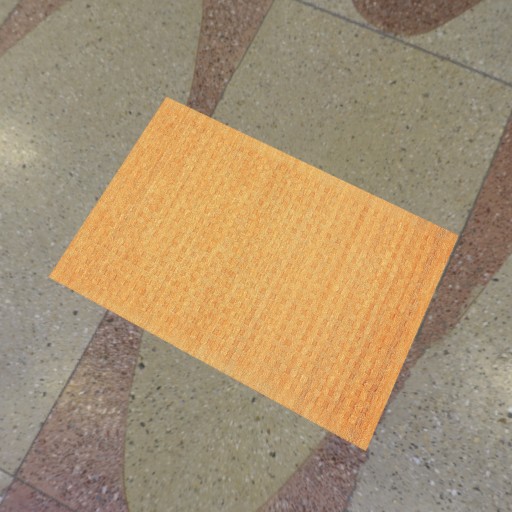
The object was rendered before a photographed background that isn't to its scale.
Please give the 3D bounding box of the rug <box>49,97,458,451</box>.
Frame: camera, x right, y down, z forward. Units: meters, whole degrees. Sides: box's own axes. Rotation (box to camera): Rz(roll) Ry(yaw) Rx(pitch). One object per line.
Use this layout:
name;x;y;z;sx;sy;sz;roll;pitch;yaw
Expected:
rug;0.000;0.000;2.957;2.285;0.006;1.524;27;77;7
